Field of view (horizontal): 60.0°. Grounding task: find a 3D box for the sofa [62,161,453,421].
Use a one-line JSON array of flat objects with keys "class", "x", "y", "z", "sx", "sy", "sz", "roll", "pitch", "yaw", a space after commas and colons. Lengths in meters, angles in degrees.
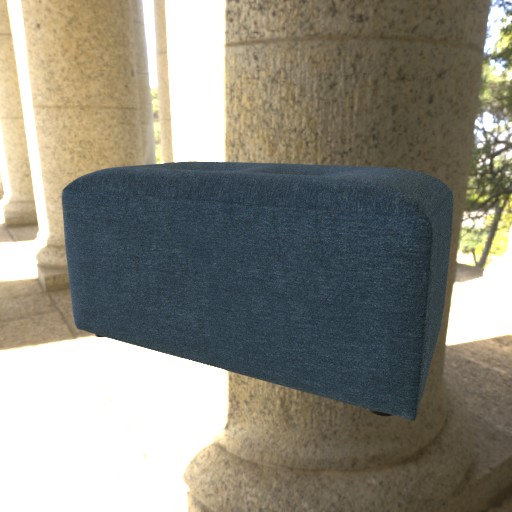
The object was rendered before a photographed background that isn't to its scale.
[{"class": "sofa", "x": 0.000, "y": 0.000, "z": 1.189, "sx": 0.930, "sy": 0.470, "sz": 0.480, "roll": 8, "pitch": 17, "yaw": 26}]
